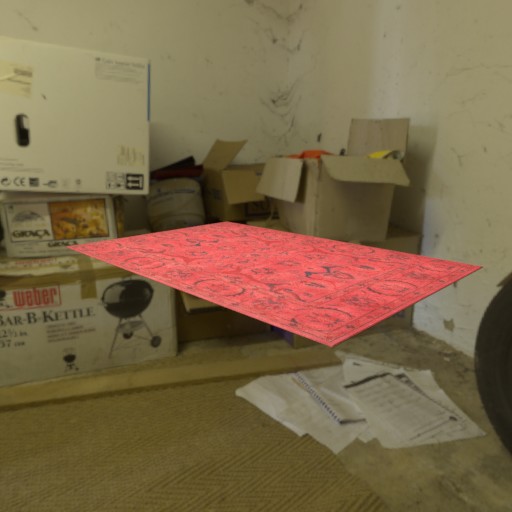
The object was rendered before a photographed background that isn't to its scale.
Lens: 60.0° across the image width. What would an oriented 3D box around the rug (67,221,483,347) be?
[{"bbox_3d":[0.000,0.000,2.291,1.814,0.008,1.209,13,19,43],"label":"rug"}]
